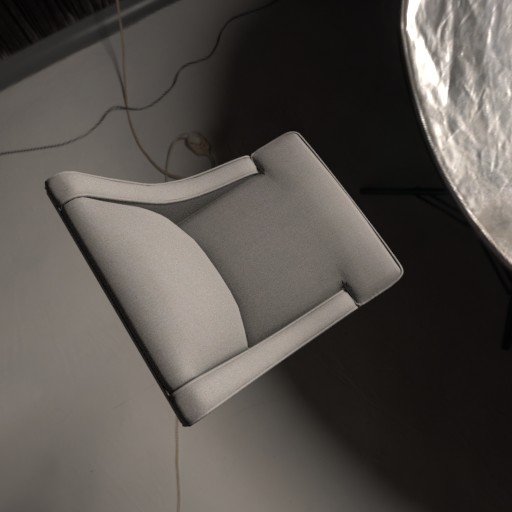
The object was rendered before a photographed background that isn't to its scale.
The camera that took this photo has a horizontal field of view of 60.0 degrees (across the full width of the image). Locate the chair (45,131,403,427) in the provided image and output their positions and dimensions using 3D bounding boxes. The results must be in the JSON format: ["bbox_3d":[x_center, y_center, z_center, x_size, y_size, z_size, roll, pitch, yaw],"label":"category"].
[{"bbox_3d":[0.000,0.000,1.379,0.747,0.867,0.631,-33,78,-8],"label":"chair"}]
